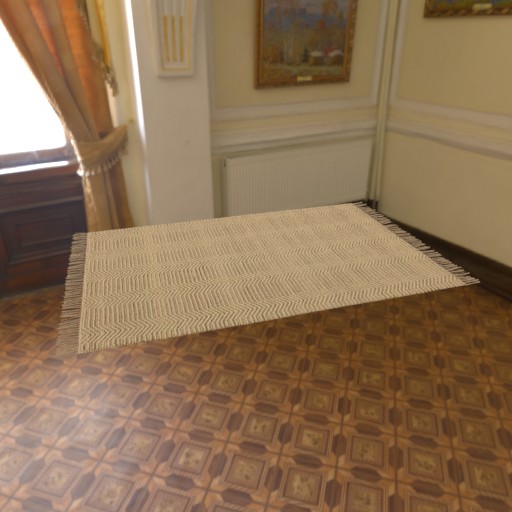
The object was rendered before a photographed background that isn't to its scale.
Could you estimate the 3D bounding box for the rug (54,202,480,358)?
[{"bbox_3d":[0.000,0.000,2.493,2.021,0.027,1.224,-8,28,-15],"label":"rug"}]
